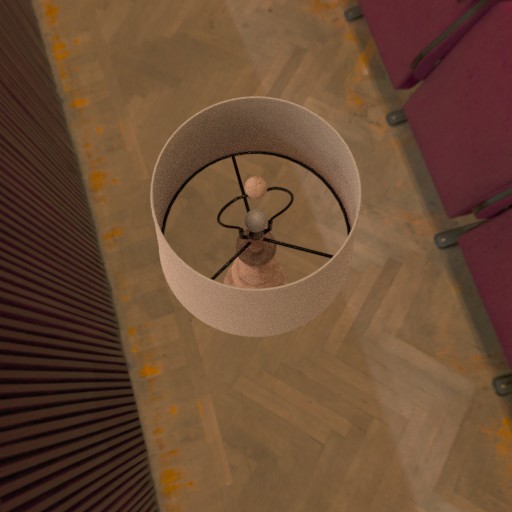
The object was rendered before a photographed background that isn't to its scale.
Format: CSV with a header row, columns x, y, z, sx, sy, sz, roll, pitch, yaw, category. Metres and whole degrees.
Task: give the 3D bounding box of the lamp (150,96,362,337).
x,y,z,sx,sy,sz,roll,pitch,yaw,category
0.000,0.000,0.885,0.340,0.678,0.340,0,74,0,lamp
